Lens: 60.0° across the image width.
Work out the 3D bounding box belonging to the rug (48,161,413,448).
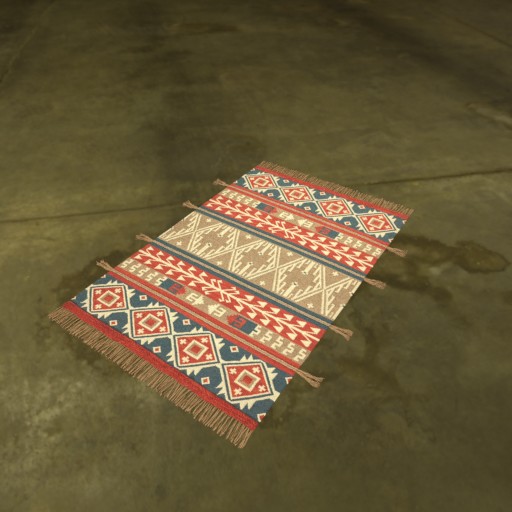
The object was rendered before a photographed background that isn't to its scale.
[{"bbox_3d":[0.000,0.000,3.184,1.778,0.048,2.450,24,46,26],"label":"rug"}]
